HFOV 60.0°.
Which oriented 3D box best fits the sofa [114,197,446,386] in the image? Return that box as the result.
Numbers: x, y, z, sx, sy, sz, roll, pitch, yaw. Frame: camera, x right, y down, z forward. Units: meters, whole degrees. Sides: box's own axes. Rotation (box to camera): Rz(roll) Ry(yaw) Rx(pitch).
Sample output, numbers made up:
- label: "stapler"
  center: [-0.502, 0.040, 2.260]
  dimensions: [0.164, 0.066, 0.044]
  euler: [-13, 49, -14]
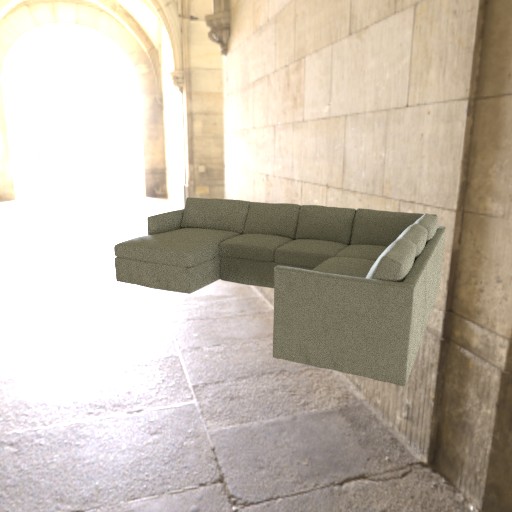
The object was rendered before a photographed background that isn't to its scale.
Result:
- label: "sofa"
  center: [0.000, 0.000, 4.600]
  dimensions: [3.434, 0.869, 2.440]
  euler: [7, 16, 26]
